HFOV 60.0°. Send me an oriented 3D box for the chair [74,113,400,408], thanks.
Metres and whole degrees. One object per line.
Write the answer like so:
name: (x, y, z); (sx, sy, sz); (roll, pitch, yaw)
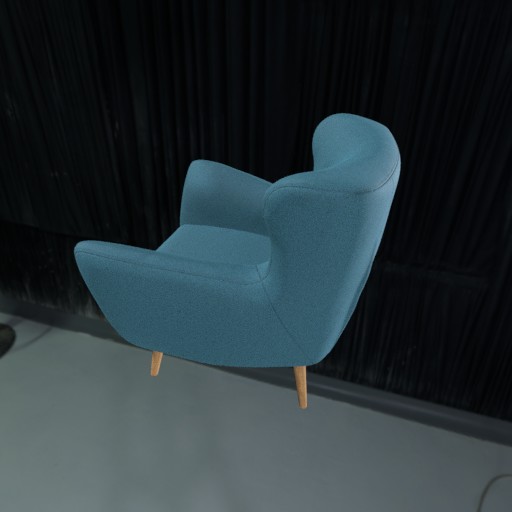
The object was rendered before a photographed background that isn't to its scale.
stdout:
chair: (0.000, 0.000, 1.602); (0.889, 0.889, 0.890); (9, 31, 15)
